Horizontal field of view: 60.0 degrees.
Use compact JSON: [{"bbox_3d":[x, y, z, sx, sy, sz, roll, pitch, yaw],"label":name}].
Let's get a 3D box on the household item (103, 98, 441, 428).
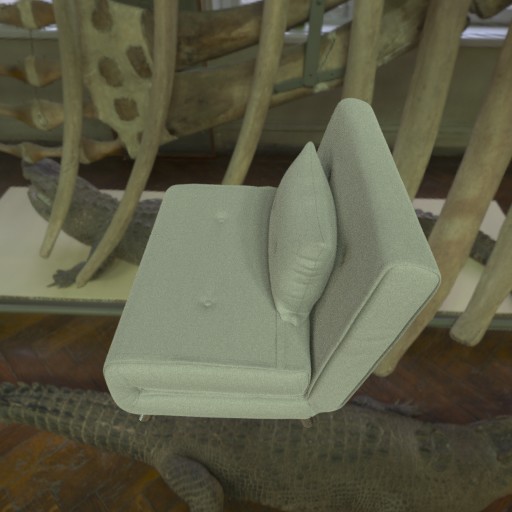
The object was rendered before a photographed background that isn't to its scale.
[{"bbox_3d":[0.000,0.000,1.601,0.874,0.800,1.000,1,41,2],"label":"household item"}]
